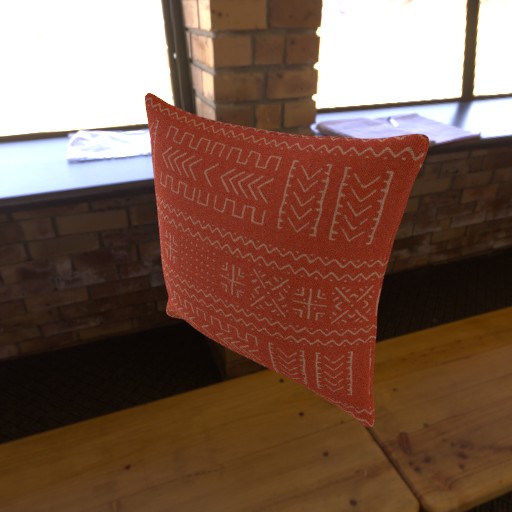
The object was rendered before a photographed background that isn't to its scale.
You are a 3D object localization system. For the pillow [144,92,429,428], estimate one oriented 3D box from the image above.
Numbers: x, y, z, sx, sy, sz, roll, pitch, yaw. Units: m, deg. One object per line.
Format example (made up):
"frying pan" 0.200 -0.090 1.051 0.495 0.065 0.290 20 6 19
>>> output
"pillow" 0.000 0.000 0.662 0.438 0.429 0.164 21 36 32
